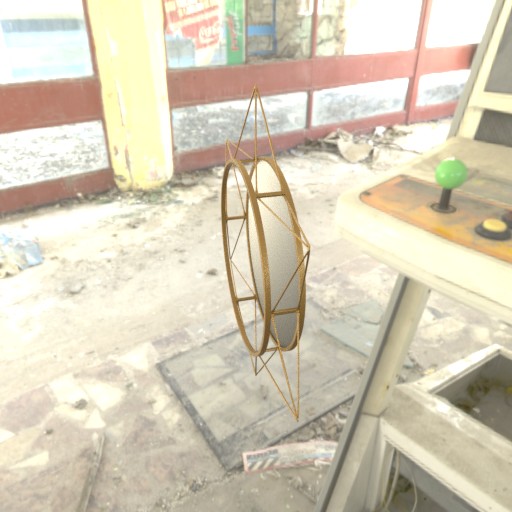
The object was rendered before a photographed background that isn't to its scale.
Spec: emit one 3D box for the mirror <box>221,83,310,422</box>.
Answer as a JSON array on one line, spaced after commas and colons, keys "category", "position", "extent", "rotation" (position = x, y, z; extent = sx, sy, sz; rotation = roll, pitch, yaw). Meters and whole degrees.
[{"category": "mirror", "position": [0.000, 0.000, 0.793], "extent": [0.062, 0.581, 0.498], "rotation": [-7, 30, -13]}]
